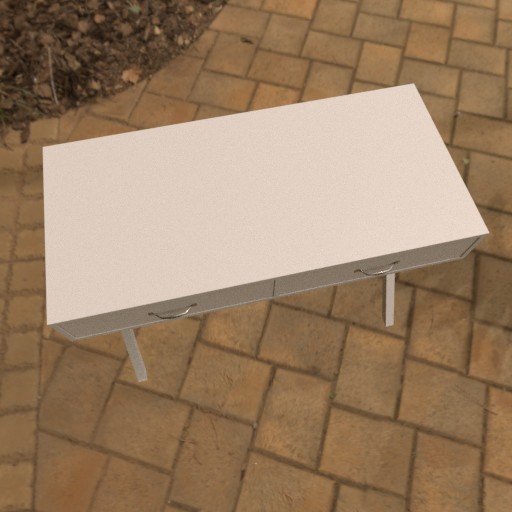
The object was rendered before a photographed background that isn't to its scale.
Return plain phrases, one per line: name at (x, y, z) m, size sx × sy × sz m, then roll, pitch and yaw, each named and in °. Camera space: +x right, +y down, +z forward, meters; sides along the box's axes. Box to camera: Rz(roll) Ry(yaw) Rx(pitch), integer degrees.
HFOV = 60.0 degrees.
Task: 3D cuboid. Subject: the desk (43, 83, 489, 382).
desk at (0.000, 0.000, 1.483) m, size 1.057 × 0.780 × 0.525 m, roll -11°, pitch 65°, yaw -5°
